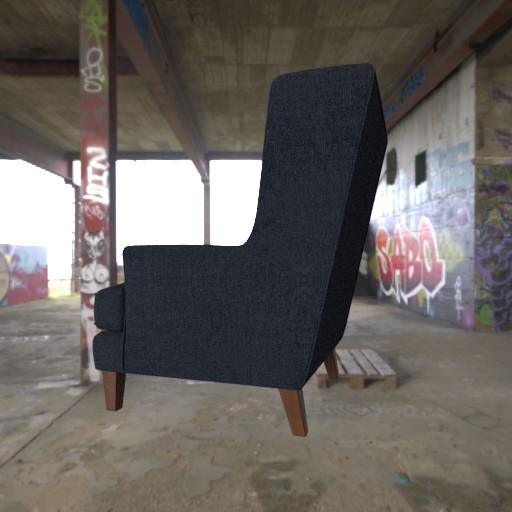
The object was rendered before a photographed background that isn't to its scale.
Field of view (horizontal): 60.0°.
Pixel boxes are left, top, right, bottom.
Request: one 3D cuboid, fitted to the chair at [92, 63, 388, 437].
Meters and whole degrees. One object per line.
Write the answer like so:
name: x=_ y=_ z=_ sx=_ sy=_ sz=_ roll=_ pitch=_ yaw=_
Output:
chair: x=0.000 y=0.000 z=1.714 sx=0.947 sy=1.072 sz=0.764 roll=0 pitch=0 yaw=19
